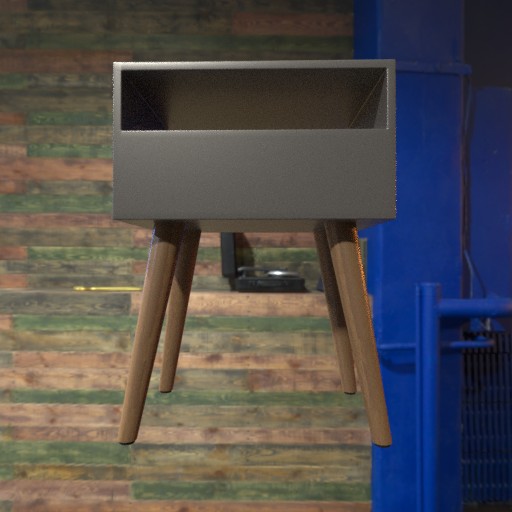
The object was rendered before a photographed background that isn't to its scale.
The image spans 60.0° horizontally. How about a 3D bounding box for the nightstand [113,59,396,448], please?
[{"bbox_3d":[0.000,0.000,0.720,0.370,0.508,0.288,0,-1,1],"label":"nightstand"}]
